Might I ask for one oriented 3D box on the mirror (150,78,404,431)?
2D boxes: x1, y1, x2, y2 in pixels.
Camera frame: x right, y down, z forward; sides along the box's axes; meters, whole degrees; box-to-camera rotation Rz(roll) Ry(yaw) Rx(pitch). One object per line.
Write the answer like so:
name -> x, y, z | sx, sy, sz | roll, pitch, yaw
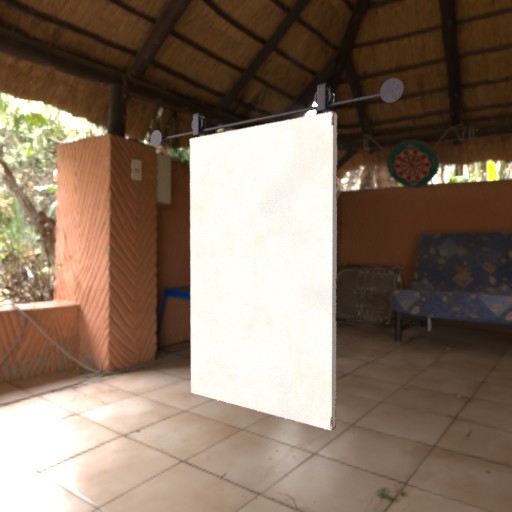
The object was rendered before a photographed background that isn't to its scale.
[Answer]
mirror -> 0.000, 0.000, 1.212 | 0.808, 0.844, 0.037 | 1, 2, 36
